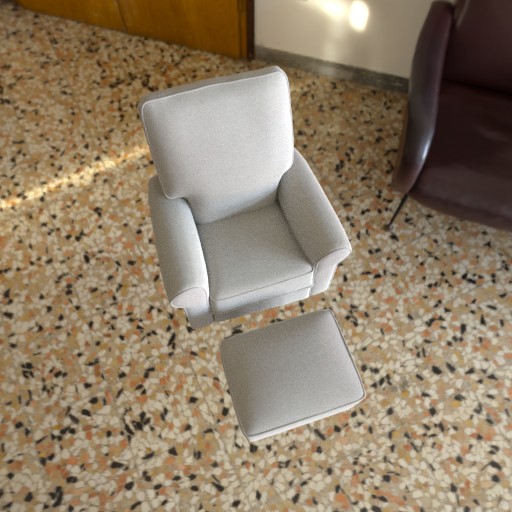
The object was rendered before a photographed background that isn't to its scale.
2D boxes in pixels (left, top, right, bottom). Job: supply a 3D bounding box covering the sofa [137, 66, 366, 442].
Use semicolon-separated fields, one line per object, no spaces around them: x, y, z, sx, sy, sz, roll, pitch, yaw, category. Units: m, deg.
0.000;0.000;2.056;0.880;0.959;1.478;-16;65;-8;sofa
